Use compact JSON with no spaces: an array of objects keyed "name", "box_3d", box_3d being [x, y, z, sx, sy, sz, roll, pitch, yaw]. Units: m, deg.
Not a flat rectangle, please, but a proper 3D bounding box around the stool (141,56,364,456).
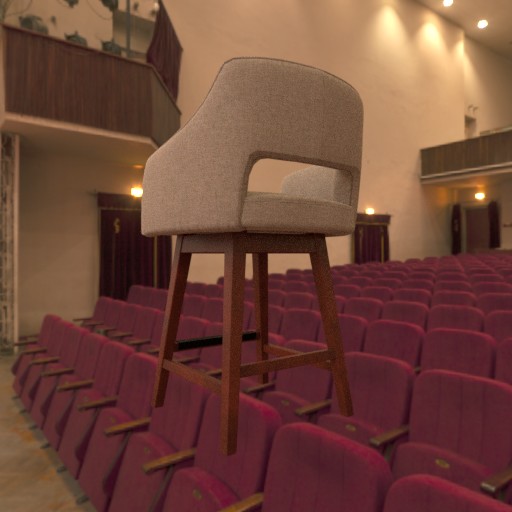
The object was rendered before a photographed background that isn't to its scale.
[{"name":"stool","box_3d":[0.000,0.000,1.324,0.599,0.944,0.558,0,0,-37]}]
